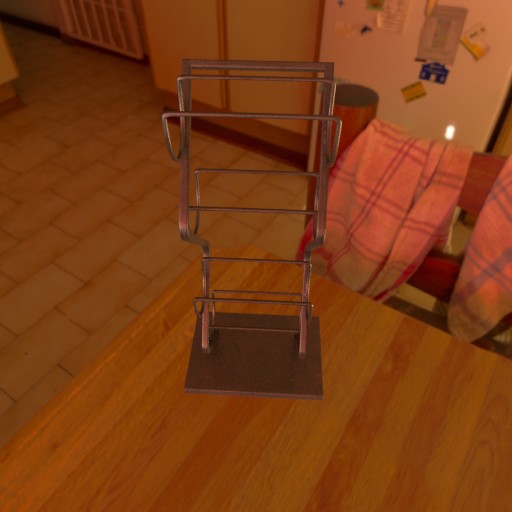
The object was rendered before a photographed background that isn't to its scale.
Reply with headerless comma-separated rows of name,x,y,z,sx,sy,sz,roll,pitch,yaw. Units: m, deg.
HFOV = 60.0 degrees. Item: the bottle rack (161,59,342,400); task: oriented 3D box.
bottle rack,0.000,0.000,0.676,0.254,0.559,0.178,2,46,2
